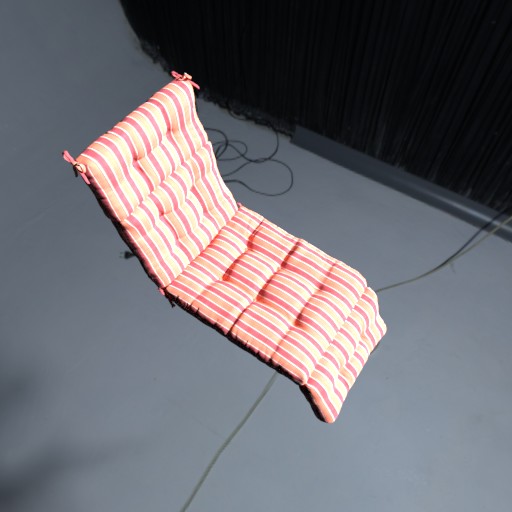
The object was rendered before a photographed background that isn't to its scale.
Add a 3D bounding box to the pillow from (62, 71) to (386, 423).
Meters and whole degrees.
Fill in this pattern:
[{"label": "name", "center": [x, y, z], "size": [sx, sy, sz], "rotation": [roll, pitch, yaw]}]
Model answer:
[{"label": "pillow", "center": [0.000, 0.000, 1.563], "size": [1.016, 0.863, 0.526], "rotation": [30, 62, 18]}]
